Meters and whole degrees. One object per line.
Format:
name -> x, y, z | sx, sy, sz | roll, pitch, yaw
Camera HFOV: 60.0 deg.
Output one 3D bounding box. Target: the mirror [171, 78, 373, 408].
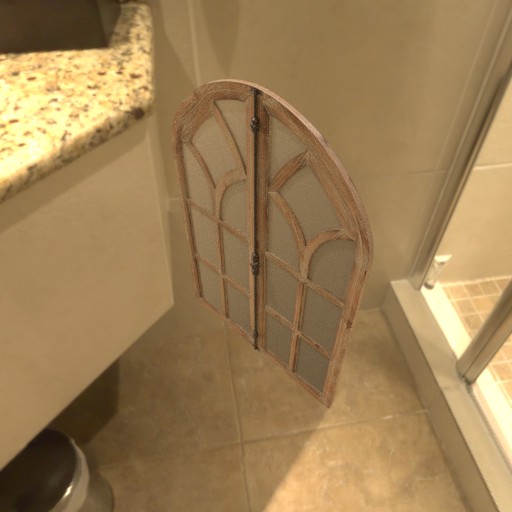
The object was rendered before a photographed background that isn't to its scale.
mirror -> 0.000, 0.000, 1.159 | 0.609, 0.915, 0.032 | 35, 56, 28
